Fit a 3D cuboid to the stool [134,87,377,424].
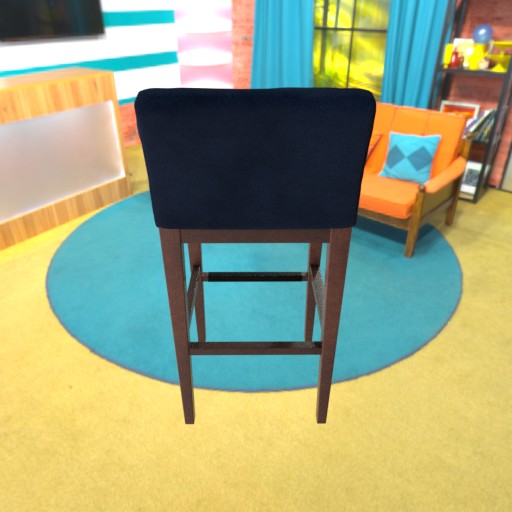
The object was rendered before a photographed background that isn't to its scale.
[{"bbox_3d":[0.000,0.000,1.355,0.511,1.037,0.500,0,30,0],"label":"stool"}]
